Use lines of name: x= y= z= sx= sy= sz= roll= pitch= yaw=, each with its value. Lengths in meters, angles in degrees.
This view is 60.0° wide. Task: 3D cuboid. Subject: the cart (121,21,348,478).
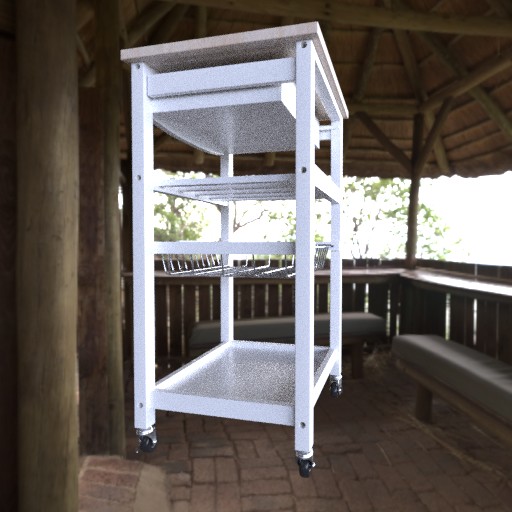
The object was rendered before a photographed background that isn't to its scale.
cart: x=0.000 y=0.000 z=1.137 sx=0.406 sy=0.857 sz=0.578 roll=1 pitch=2 yaw=17
